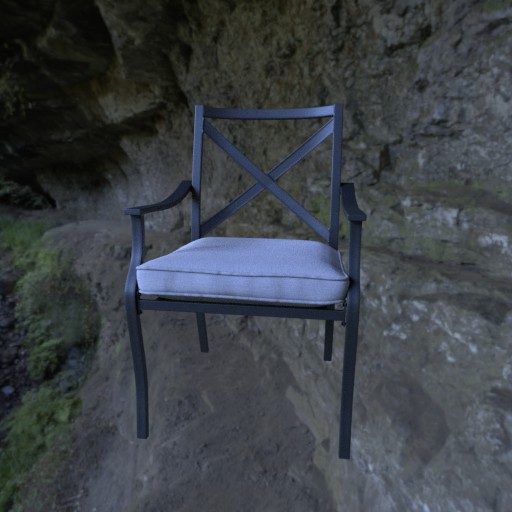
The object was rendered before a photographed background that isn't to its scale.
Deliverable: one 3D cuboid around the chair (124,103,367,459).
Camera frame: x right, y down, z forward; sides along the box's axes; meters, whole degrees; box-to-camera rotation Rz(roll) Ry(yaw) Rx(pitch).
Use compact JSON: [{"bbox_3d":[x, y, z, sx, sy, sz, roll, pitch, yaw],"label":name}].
[{"bbox_3d":[0.000,0.000,1.314,0.575,0.889,0.620,2,15,8],"label":"chair"}]
